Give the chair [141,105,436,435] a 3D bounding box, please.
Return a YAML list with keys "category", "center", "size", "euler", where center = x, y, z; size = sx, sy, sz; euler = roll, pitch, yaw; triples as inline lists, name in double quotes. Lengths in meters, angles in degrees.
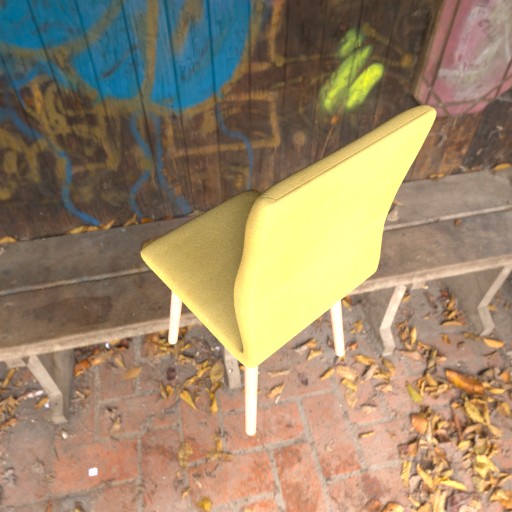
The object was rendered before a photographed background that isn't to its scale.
- category: "chair"
  center: [0.000, 0.000, 1.231]
  size: [0.450, 0.965, 0.550]
  euler: [-33, 56, -26]
